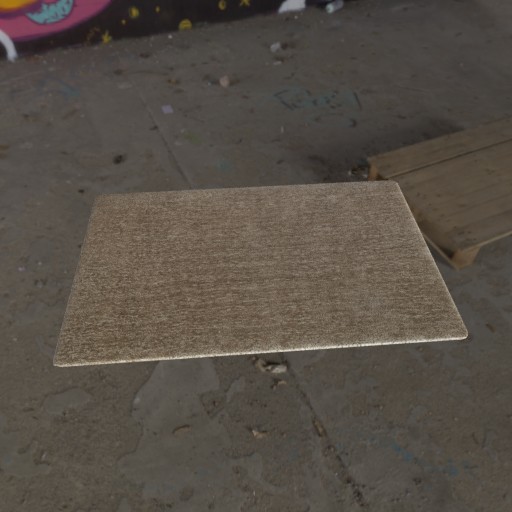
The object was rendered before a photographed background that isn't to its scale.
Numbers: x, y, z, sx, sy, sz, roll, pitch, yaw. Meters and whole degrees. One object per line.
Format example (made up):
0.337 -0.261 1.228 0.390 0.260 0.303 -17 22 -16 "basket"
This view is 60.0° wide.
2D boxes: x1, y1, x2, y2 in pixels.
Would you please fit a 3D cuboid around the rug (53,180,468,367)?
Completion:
0.000 0.000 3.122 2.469 0.024 1.539 -3 47 -3 "rug"
